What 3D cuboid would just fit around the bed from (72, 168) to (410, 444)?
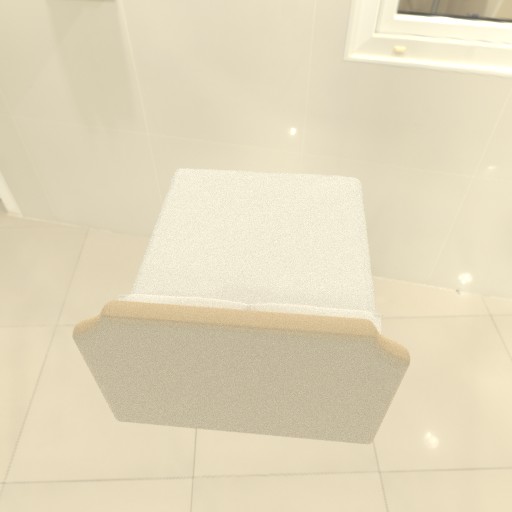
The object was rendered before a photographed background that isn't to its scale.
[{"bbox_3d":[0.000,0.000,3.880,2.134,1.524,2.548,4,47,4],"label":"bed"}]
